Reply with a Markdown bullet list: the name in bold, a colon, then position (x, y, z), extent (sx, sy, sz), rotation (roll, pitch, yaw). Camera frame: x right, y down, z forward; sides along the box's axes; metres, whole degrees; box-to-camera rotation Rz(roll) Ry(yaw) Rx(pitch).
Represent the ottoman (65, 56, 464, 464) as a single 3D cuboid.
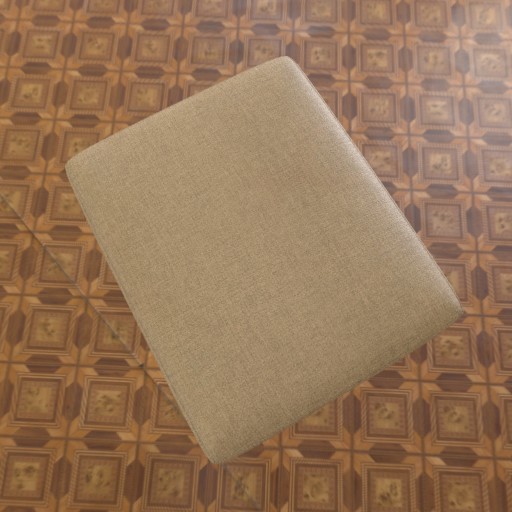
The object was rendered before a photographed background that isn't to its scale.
- **ottoman**: position (0.000, 0.000, 1.219), extent (0.671, 0.490, 0.820), rotation (-29, 77, -7)
